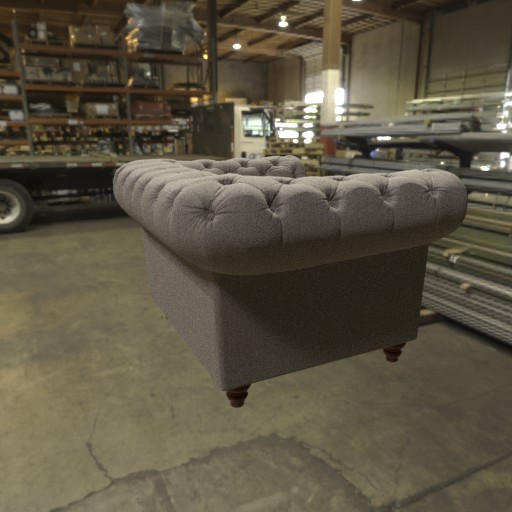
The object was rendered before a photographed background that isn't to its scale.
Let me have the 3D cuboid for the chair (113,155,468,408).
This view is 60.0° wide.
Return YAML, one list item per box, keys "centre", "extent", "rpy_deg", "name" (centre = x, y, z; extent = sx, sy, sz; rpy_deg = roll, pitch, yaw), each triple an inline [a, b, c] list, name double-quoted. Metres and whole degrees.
- centre: [0.000, 0.000, 1.864]
  extent: [0.976, 0.770, 1.270]
  rpy_deg: [-8, 17, -25]
  name: "chair"
